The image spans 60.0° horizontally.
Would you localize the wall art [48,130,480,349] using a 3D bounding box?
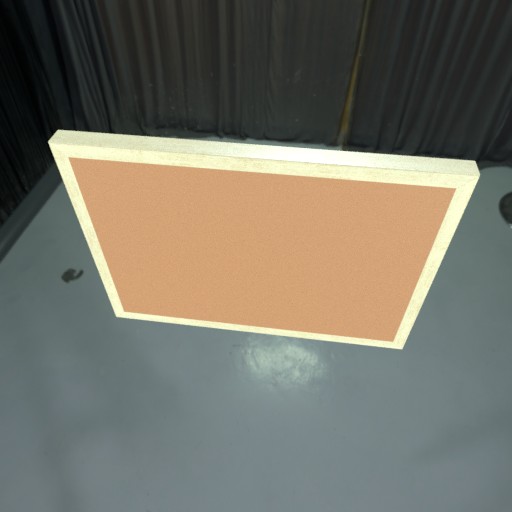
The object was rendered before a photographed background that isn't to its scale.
[{"bbox_3d":[0.000,0.000,0.691,0.533,0.381,0.032,6,47,5],"label":"wall art"}]
